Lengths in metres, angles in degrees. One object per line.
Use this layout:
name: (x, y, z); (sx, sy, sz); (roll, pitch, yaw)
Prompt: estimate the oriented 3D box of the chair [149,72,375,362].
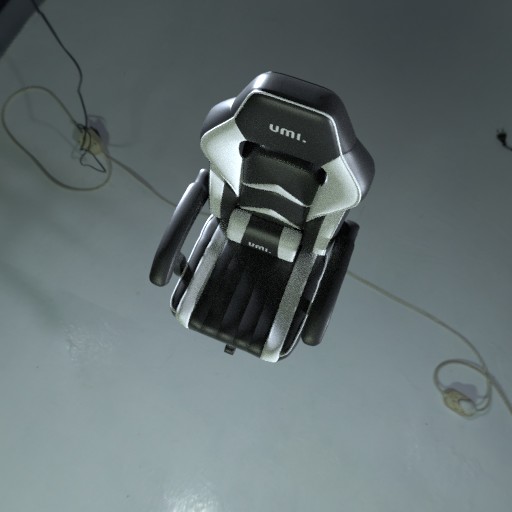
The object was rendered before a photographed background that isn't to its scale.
chair: (0.000, 0.000, 1.639); (0.676, 1.200, 0.700); (21, 76, 6)
